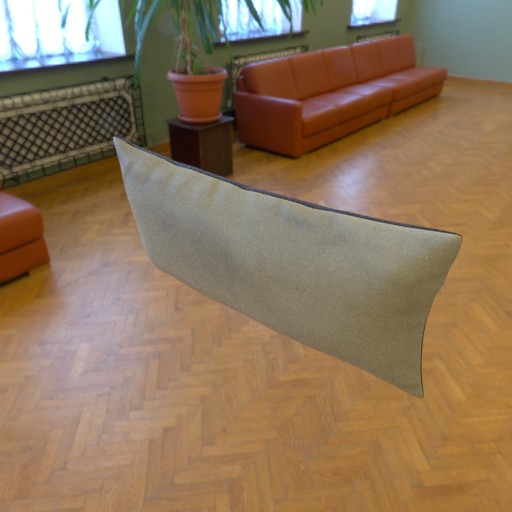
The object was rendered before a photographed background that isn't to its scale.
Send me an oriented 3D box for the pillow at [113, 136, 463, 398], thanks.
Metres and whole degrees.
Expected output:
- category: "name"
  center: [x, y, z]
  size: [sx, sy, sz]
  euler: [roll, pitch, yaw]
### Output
- category: "pillow"
  center: [0.000, 0.000, 0.735]
  size: [0.608, 0.305, 0.156]
  euler: [22, 38, 32]
